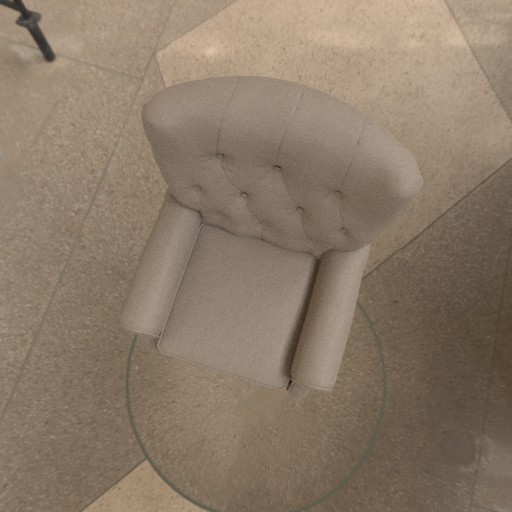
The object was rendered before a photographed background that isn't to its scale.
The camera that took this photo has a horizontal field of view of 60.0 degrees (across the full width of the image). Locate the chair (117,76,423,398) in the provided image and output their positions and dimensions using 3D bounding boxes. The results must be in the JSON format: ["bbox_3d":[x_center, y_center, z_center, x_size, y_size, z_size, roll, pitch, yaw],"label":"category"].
[{"bbox_3d":[0.000,0.000,1.921,0.999,1.138,1.041,17,76,4],"label":"chair"}]
